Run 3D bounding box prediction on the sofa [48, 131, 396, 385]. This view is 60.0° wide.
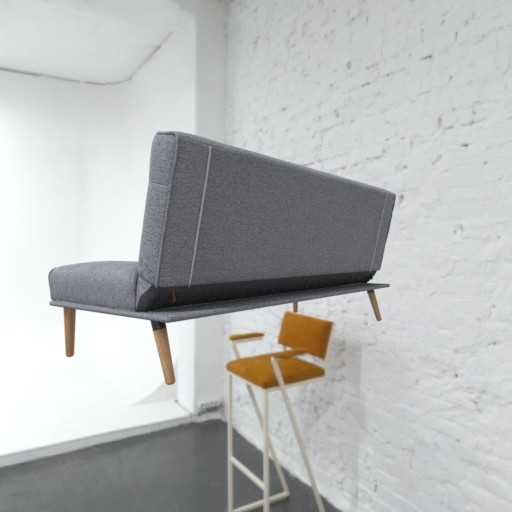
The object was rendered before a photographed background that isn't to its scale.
[{"bbox_3d":[0.000,0.000,2.314,0.810,0.830,1.820,0,1,38],"label":"sofa"}]
